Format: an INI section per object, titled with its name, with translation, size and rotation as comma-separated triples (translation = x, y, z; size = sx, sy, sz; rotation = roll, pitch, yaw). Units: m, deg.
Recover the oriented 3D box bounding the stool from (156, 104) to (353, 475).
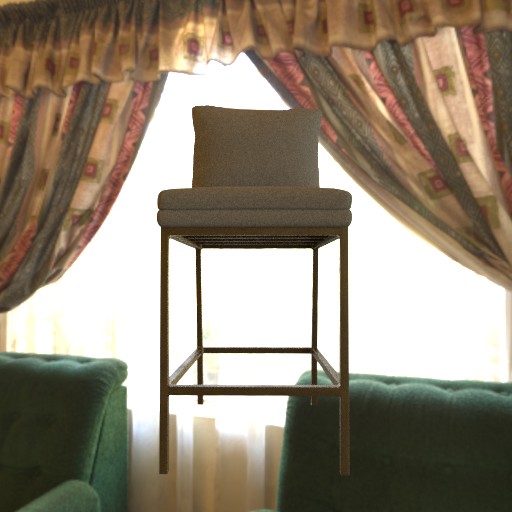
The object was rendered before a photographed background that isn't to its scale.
[stool]
translation = 0.000, 0.000, 1.310
size = 0.463, 1.030, 0.569
rotation = 0, -1, 1
